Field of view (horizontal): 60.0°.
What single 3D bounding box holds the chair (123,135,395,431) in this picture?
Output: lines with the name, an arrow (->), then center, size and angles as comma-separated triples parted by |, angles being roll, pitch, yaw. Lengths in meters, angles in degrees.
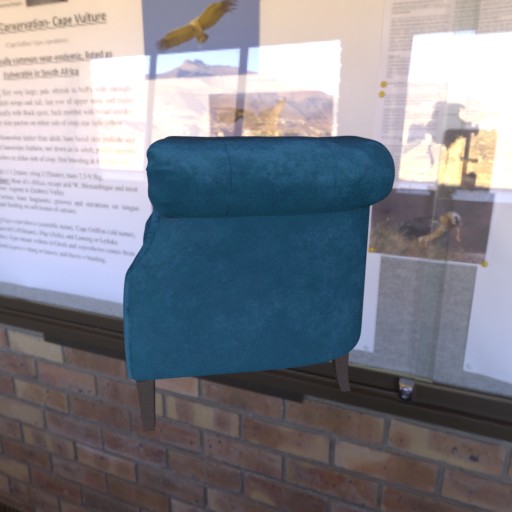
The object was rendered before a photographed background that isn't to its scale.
chair -> 0.000, 0.000, 1.578 | 0.851, 0.826, 0.904 | -2, 16, -9
